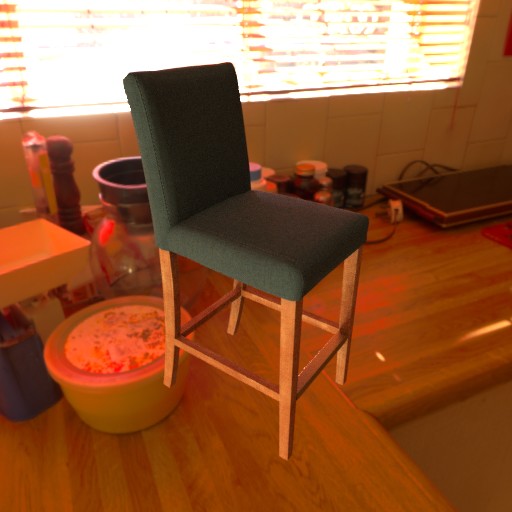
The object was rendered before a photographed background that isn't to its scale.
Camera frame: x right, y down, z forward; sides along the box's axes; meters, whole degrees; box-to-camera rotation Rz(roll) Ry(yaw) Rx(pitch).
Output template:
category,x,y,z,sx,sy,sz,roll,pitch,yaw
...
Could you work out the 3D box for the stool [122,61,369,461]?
category,x,y,z,sx,sy,sz,roll,pitch,yaw
stool,0.000,0.000,1.409,0.574,1.088,0.454,19,33,31
